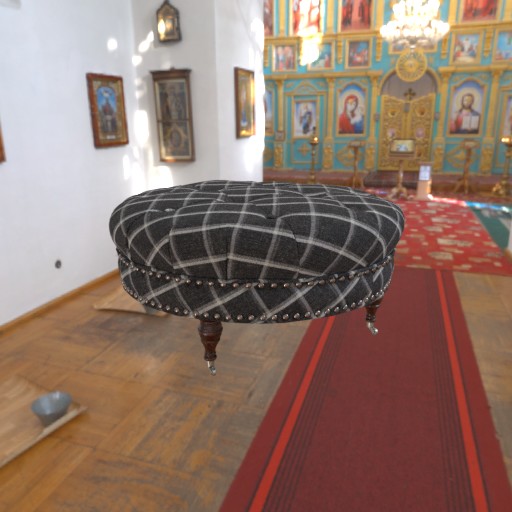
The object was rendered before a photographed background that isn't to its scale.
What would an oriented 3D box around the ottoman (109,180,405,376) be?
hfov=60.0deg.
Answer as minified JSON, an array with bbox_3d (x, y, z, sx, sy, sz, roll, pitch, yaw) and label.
[{"bbox_3d":[0.000,0.000,1.437,0.901,0.439,0.901,0,16,0],"label":"ottoman"}]
